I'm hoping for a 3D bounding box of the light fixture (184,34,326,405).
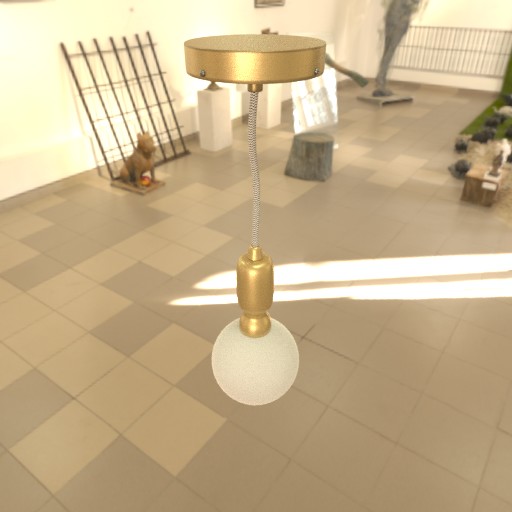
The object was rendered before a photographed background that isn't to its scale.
[{"bbox_3d":[0.000,0.000,0.582,0.146,0.510,0.147,20,37,29],"label":"light fixture"}]
